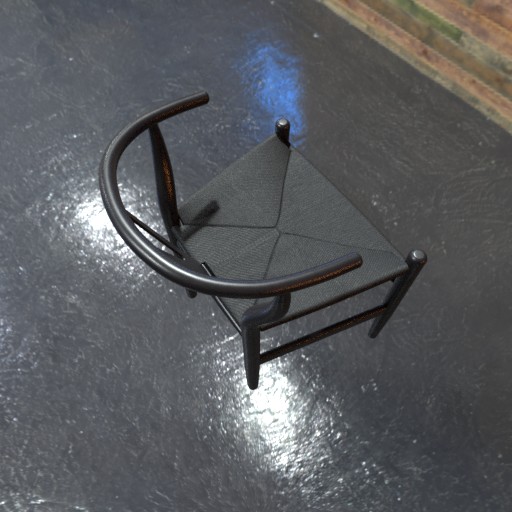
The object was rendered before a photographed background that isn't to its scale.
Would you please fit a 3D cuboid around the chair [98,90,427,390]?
[{"bbox_3d":[0.000,0.000,1.135,0.579,0.730,0.569,-30,63,-17],"label":"chair"}]
